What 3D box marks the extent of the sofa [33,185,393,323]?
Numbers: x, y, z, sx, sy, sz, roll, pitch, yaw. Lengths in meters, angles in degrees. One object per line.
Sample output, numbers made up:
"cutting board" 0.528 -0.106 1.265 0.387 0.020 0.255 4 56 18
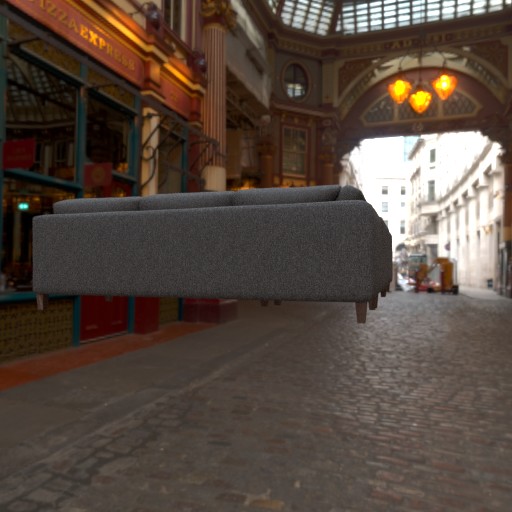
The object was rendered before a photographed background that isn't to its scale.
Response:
"sofa" 0.000 0.000 4.461 2.551 0.853 3.238 0 -1 19
